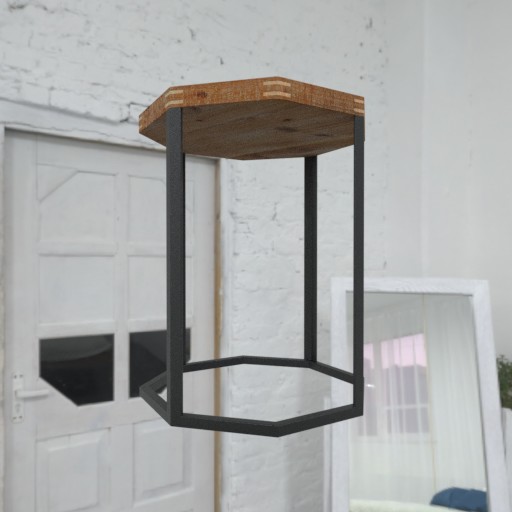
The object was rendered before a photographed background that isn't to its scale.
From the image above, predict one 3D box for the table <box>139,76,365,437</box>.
[{"bbox_3d":[0.000,0.000,0.892,0.458,0.543,0.458,0,1,37],"label":"table"}]
